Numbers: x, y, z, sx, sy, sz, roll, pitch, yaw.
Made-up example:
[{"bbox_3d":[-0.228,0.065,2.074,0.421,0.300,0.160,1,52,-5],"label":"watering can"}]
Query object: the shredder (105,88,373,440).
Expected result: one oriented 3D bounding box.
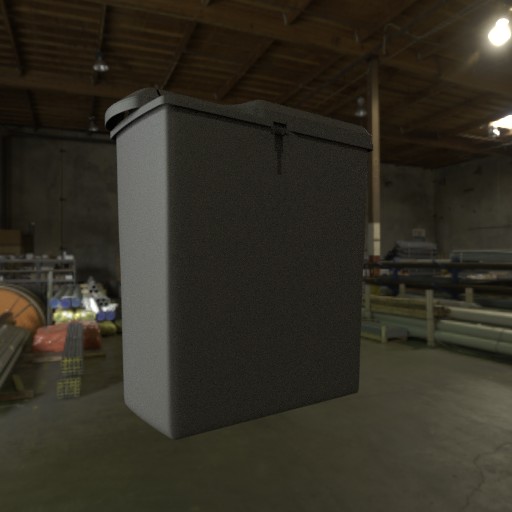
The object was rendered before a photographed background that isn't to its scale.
[{"bbox_3d":[0.000,0.000,0.515,0.320,0.335,0.170,0,-1,-36],"label":"shredder"}]
